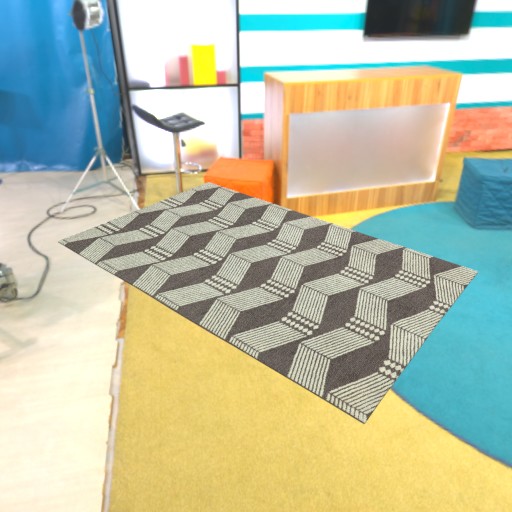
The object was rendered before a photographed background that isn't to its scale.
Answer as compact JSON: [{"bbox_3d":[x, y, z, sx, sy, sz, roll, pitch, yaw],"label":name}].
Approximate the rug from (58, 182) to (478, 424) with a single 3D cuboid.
[{"bbox_3d":[0.000,0.000,3.001,2.435,0.011,1.517,23,38,34],"label":"rug"}]
